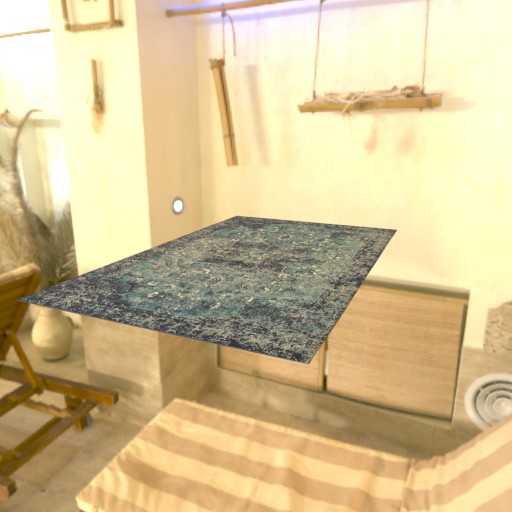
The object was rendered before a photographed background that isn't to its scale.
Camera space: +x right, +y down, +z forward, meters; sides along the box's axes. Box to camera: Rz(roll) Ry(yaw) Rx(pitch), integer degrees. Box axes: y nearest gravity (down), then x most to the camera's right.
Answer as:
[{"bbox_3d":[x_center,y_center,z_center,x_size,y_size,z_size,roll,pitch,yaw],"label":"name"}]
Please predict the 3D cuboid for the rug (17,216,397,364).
[{"bbox_3d":[0.000,0.000,2.979,1.525,0.007,2.440,7,17,23],"label":"rug"}]
